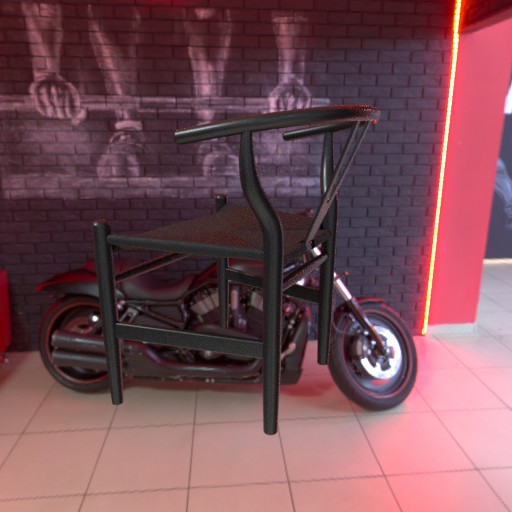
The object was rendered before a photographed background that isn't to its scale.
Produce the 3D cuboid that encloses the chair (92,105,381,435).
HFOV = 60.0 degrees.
[{"bbox_3d":[0.000,0.000,1.162,0.579,0.730,0.569,8,17,27],"label":"chair"}]
